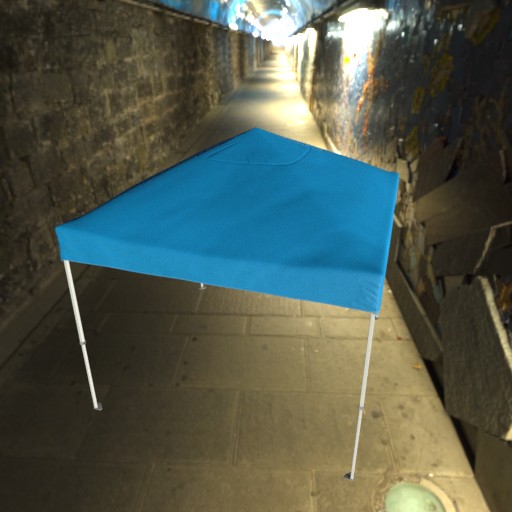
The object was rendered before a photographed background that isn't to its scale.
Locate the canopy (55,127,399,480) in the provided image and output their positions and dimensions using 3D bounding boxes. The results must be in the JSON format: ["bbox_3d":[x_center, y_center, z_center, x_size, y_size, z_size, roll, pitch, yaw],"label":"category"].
[{"bbox_3d":[0.000,0.000,5.296,2.996,2.997,2.998,8,27,16],"label":"canopy"}]
